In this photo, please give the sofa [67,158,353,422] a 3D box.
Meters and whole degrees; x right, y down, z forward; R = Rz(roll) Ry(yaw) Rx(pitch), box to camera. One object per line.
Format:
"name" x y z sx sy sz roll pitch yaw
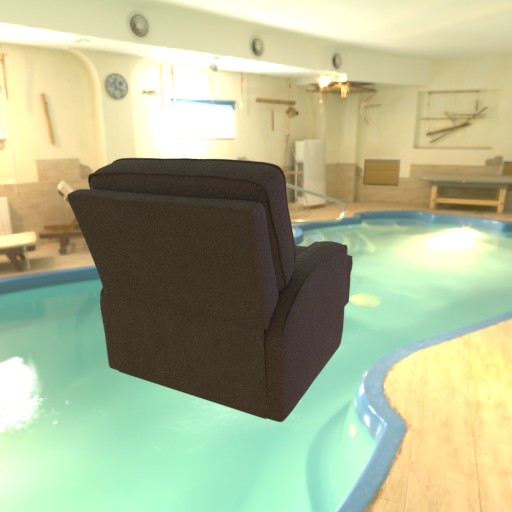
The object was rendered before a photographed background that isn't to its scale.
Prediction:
"sofa" 0.000 0.000 2.114 0.861 0.959 1.472 8 17 27
